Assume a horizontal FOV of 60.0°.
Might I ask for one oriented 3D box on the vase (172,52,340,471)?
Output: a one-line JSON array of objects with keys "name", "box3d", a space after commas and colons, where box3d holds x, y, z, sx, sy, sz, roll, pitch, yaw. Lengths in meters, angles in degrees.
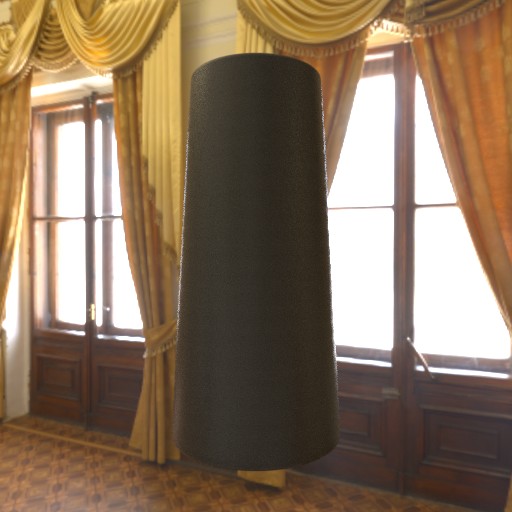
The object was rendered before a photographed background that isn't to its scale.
[{"name": "vase", "box3d": [0.000, 0.000, 0.365, 0.136, 0.289, 0.136, 0, 1, 36]}]
